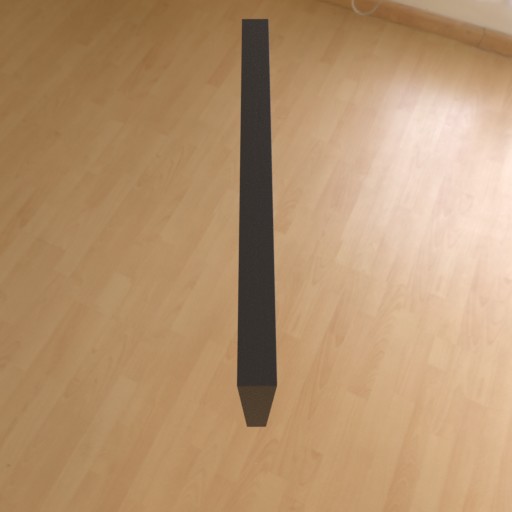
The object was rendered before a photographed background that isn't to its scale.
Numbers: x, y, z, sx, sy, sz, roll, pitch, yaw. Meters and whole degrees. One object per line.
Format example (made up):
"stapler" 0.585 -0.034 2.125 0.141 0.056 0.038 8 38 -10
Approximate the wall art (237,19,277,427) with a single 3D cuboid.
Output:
"wall art" 0.000 0.000 0.752 0.038 0.507 0.507 0 65 0
